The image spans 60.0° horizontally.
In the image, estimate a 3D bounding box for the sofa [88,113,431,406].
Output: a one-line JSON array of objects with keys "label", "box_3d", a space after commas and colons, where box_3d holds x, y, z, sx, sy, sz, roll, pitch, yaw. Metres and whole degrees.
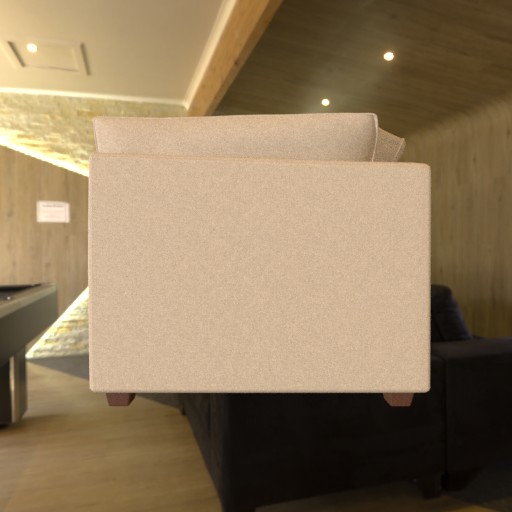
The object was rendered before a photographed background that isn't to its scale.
[{"label": "sofa", "box_3d": [0.000, 0.000, 1.838, 1.042, 0.937, 1.050, 0, 1, 0]}]
